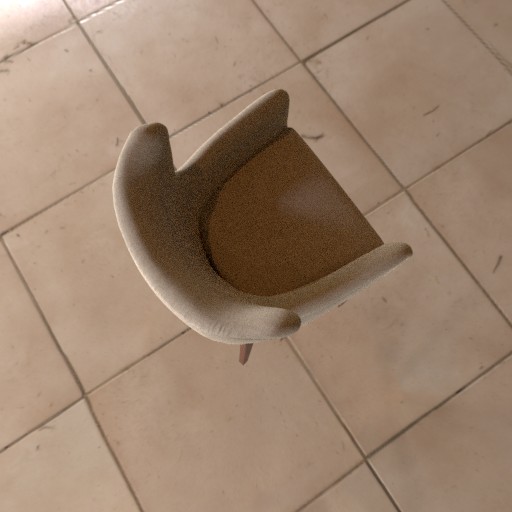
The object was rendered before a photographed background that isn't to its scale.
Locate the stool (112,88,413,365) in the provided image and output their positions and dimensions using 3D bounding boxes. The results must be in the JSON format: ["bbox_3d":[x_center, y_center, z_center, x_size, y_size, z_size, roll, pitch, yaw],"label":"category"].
[{"bbox_3d":[0.000,0.000,1.381,0.563,1.034,0.556,-33,78,-8],"label":"stool"}]
